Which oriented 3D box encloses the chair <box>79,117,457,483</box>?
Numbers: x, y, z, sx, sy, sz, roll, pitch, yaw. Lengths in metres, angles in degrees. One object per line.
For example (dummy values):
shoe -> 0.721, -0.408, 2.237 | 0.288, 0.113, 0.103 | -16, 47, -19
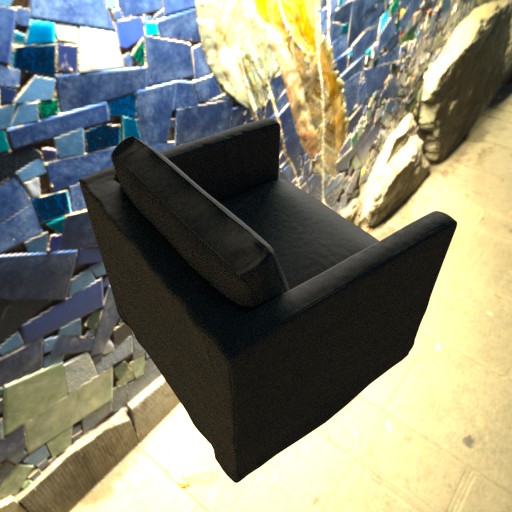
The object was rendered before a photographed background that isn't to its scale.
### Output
chair -> 0.000, 0.000, 1.736 | 0.949, 0.863, 1.057 | -26, 47, -27
